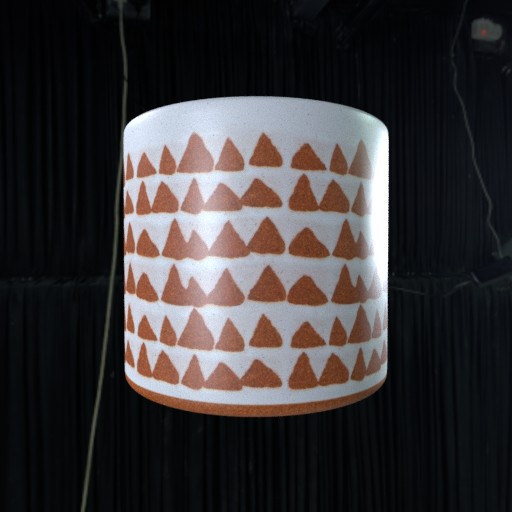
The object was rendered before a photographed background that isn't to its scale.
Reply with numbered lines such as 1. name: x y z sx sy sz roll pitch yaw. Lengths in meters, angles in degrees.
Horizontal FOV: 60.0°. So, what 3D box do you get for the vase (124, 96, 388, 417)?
1. vase: 0.000 0.000 0.240 0.137 0.127 0.137 0 1 0
